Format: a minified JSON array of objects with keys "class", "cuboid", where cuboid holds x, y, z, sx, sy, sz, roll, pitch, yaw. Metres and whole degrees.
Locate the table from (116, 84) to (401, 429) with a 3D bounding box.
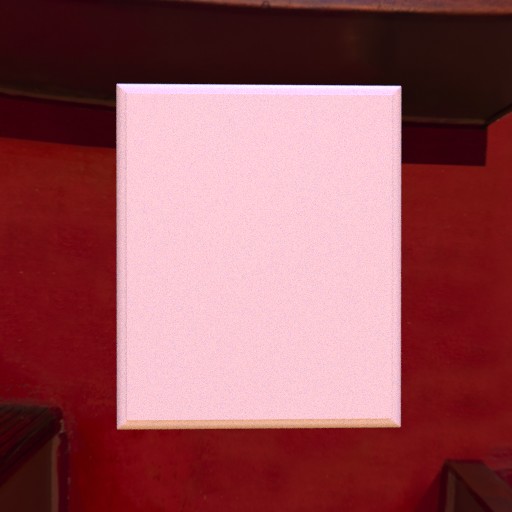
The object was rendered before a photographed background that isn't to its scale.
[{"class":"table","cuboid":[0.000,0.000,0.843,0.381,0.531,0.460,0,90,-1]}]
